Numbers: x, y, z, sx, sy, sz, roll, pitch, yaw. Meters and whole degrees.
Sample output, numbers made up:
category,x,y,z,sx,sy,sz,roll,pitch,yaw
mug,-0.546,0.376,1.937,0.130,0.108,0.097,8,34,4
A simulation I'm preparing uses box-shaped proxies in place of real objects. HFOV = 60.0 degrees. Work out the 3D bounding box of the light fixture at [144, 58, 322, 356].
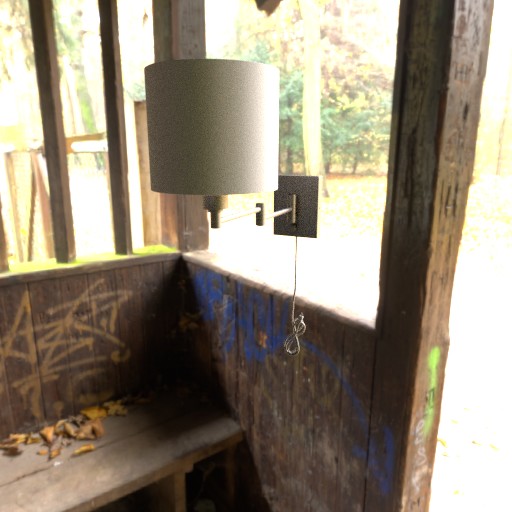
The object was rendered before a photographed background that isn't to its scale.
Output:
category,x,y,z,sx,sy,sz,roll,pitch,yaw
light fixture,0.000,0.000,0.892,0.203,0.651,0.516,6,15,24
